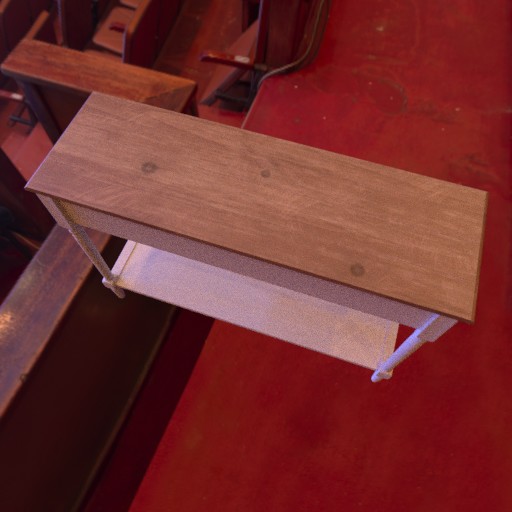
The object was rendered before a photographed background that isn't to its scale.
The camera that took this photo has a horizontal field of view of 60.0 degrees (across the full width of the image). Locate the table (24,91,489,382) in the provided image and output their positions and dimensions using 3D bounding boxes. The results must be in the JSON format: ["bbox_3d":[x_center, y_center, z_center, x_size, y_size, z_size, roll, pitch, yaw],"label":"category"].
[{"bbox_3d":[0.000,0.000,1.565,1.219,0.800,0.399,17,64,9],"label":"table"}]
